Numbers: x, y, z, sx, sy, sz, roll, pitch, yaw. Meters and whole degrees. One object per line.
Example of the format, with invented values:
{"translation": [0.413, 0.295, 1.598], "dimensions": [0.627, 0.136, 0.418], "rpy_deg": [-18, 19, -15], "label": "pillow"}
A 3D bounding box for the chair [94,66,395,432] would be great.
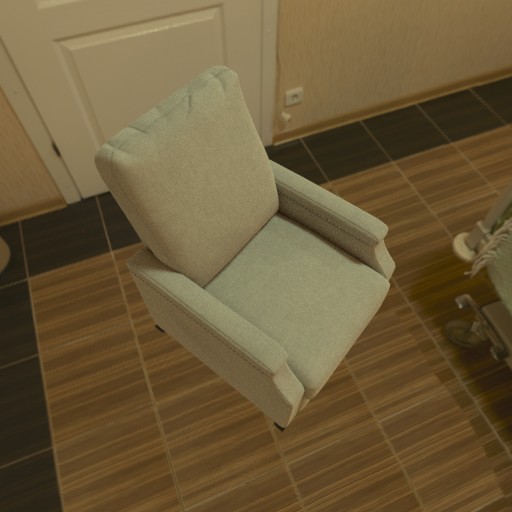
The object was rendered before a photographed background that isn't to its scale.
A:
{"translation": [0.000, 0.000, 1.667], "dimensions": [0.922, 1.049, 0.710], "rpy_deg": [34, 64, 20], "label": "chair"}
